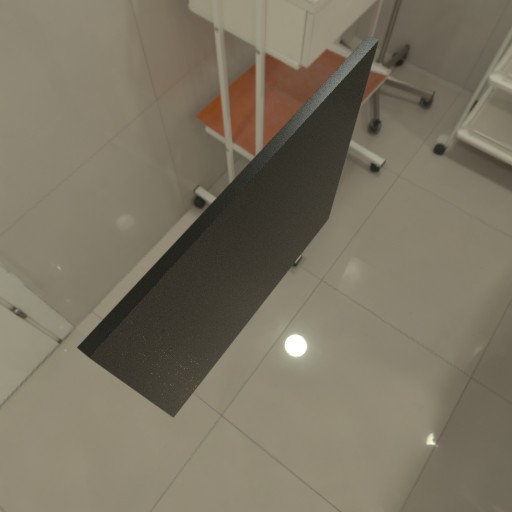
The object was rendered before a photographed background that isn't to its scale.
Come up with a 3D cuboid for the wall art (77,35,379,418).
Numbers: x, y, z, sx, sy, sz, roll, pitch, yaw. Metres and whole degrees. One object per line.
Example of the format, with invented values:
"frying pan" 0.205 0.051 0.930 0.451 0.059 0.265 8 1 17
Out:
"wall art" 0.000 0.000 0.509 0.012 0.332 0.383 34 68 15
